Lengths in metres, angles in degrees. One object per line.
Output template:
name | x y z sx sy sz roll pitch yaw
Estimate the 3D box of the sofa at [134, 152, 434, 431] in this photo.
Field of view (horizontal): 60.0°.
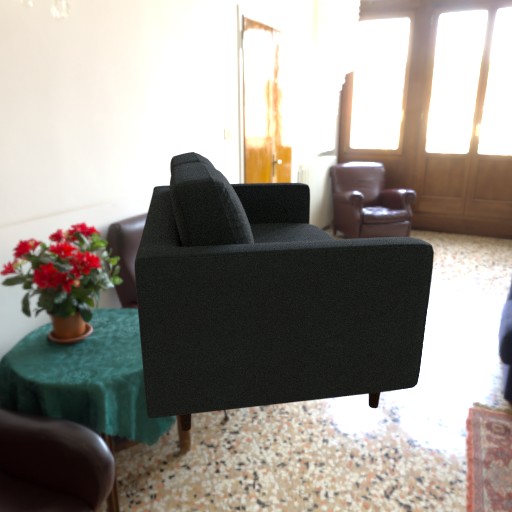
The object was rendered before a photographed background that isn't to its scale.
sofa | 0.000 0.000 2.153 0.999 0.930 1.518 -3 17 -10
